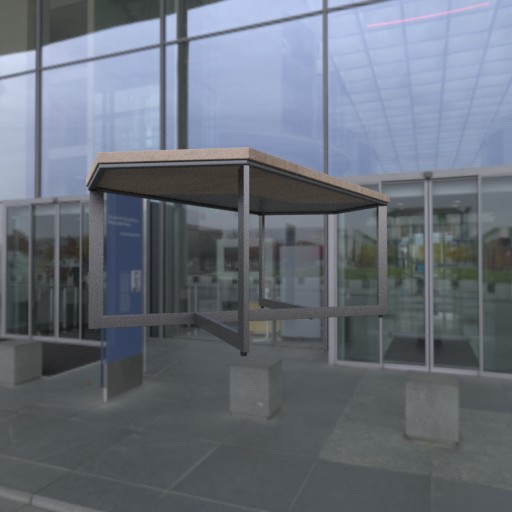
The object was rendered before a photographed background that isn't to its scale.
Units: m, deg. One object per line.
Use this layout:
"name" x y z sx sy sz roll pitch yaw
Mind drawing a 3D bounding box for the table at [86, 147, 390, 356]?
"table" 0.000 0.000 1.495 0.609 0.457 1.219 -1 -1 36
